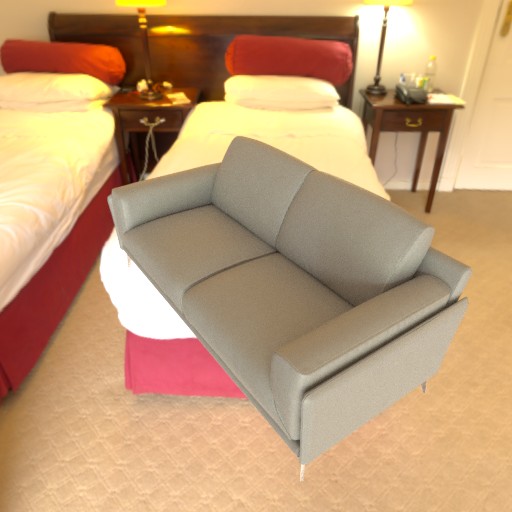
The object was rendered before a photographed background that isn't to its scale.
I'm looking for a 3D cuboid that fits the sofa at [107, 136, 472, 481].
[{"bbox_3d":[0.000,0.000,2.611,1.049,0.930,2.101,-21,38,-29],"label":"sofa"}]
